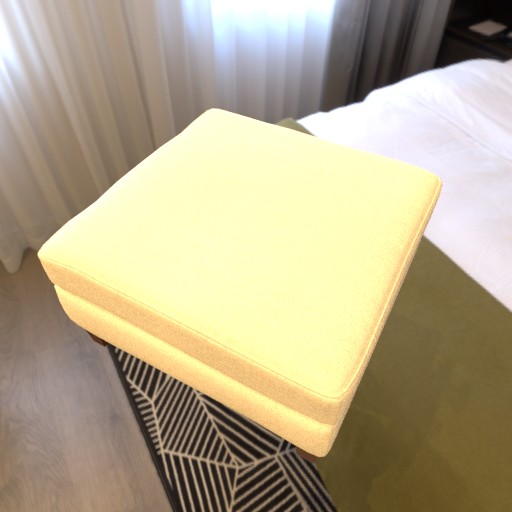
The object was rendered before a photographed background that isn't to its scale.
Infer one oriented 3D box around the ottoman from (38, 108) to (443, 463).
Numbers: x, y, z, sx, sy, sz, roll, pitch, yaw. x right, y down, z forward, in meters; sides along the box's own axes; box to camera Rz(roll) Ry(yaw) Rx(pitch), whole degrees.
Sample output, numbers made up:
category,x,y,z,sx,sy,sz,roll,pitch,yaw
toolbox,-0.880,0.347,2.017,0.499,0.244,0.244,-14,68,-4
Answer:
category,x,y,z,sx,sy,sz,roll,pitch,yaw
ottoman,0.000,0.000,1.335,0.838,0.478,0.838,22,51,19
